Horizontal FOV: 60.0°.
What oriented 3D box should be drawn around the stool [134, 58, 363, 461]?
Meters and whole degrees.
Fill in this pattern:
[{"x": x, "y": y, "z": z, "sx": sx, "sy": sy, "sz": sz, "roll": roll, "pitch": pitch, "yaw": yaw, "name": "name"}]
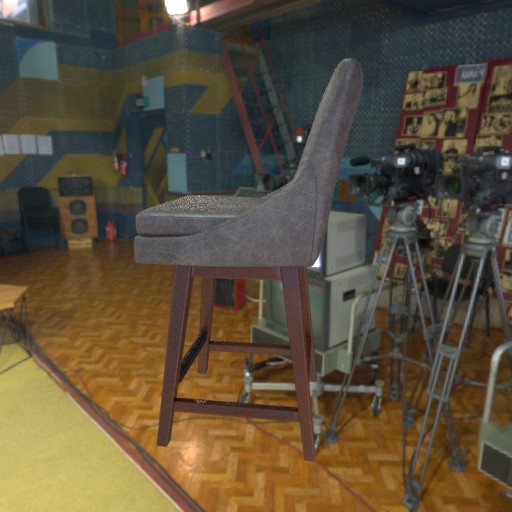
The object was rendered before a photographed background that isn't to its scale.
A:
[{"x": 0.000, "y": 0.000, "z": 1.366, "sx": 0.587, "sy": 1.046, "sz": 0.492, "roll": 2, "pitch": 13, "yaw": 8, "name": "stool"}]
